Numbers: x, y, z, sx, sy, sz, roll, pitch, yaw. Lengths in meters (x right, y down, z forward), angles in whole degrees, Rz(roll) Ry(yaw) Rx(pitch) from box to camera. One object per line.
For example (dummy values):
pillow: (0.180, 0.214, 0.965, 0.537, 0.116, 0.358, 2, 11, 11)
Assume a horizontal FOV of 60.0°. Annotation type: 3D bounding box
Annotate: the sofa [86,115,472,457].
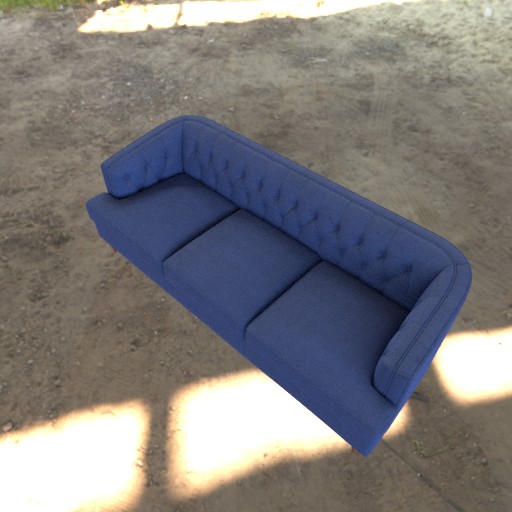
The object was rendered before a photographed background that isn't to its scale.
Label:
sofa: (0.000, 0.000, 2.627, 2.235, 0.787, 0.914, 34, 55, 28)
